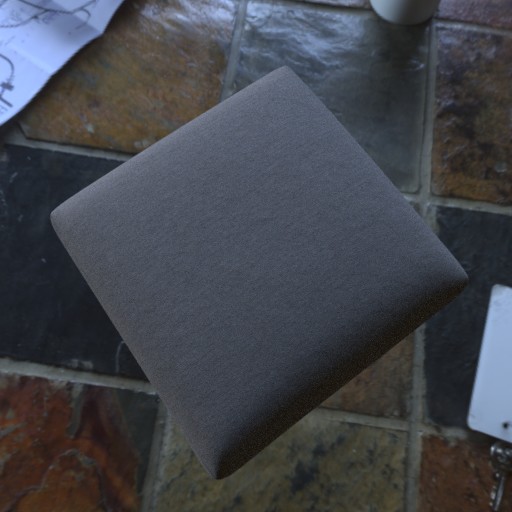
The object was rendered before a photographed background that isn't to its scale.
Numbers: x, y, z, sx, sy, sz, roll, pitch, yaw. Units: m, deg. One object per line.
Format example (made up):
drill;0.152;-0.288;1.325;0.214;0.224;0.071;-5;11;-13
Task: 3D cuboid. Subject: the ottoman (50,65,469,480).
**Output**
ottoman;0.000;0.000;1.567;1.041;0.470;1.041;-35;78;-9
